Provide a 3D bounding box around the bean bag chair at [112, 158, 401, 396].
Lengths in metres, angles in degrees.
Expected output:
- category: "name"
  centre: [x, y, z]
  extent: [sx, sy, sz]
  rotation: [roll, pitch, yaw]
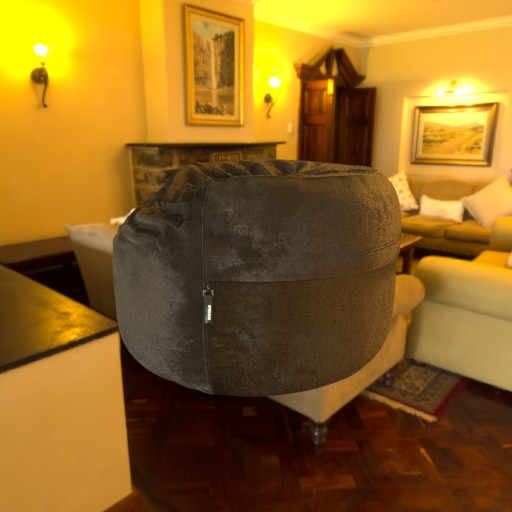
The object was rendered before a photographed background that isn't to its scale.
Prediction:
- category: "bean bag chair"
  centre: [0.000, 0.000, 1.478]
  extent: [0.918, 0.605, 0.918]
  rotation: [0, 15, 0]
